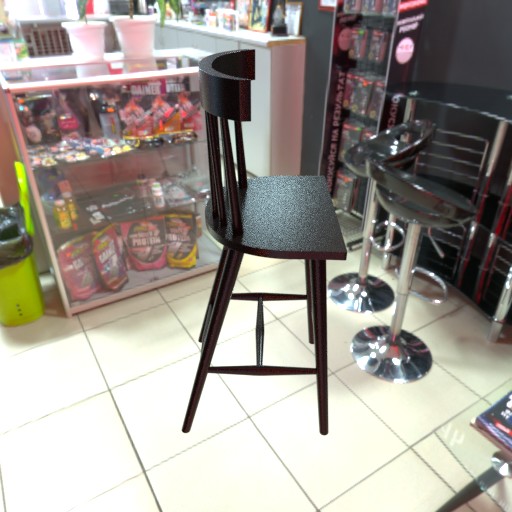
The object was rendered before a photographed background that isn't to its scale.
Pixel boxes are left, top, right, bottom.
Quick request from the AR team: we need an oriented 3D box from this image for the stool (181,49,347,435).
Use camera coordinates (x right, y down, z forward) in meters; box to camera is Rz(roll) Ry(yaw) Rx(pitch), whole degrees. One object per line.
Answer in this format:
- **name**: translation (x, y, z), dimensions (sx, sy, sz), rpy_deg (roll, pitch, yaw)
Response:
- **stool**: translation (0.000, 0.000, 1.346), dimensions (0.483, 1.092, 0.482), rpy_deg (1, 32, 1)
